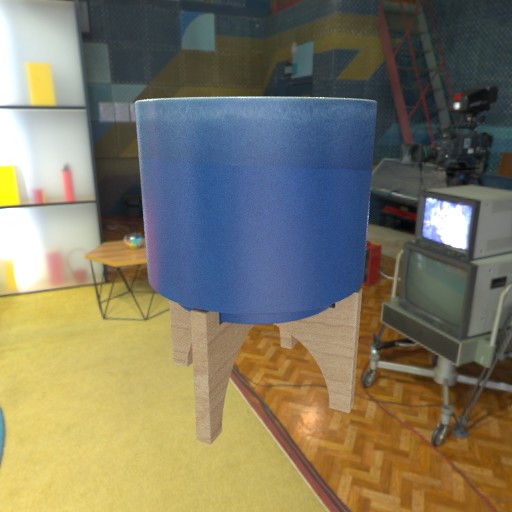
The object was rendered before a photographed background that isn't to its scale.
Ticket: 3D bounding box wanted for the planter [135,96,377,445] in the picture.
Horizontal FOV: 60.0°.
[{"bbox_3d":[0.000,0.000,0.402,0.192,0.263,0.192,0,17,0],"label":"planter"}]
